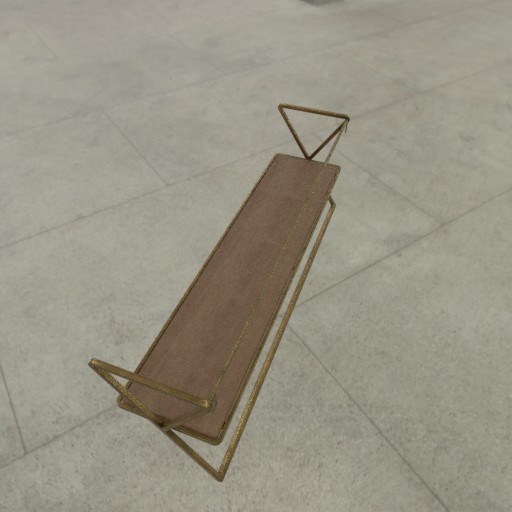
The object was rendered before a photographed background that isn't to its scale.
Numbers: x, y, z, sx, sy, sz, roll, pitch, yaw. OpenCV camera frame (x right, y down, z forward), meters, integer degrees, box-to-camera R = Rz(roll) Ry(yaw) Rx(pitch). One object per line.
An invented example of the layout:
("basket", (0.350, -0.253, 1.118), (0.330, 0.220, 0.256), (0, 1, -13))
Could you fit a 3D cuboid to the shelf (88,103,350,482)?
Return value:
("shelf", (0.000, 0.000, 0.759), (0.150, 0.229, 0.645), (15, 48, 15))
